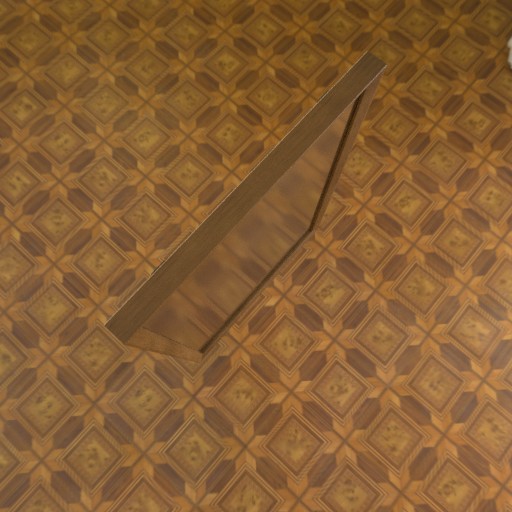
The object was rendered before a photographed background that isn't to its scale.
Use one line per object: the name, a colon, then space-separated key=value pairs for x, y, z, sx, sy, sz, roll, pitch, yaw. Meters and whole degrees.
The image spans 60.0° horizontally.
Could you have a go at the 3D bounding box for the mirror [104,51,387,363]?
mirror: x=0.000 y=0.000 z=0.908 sx=0.039 sy=0.711 sz=0.508 roll=40 pitch=78 yaw=10
